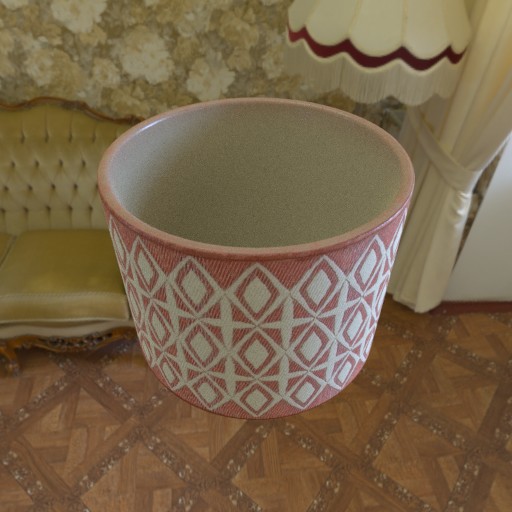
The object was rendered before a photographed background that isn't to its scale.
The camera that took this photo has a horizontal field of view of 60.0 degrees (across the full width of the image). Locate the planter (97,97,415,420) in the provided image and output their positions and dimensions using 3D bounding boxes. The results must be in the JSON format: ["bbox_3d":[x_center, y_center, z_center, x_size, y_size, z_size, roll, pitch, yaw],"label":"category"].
[{"bbox_3d":[0.000,0.000,0.470,0.273,0.237,0.273,0,41,0],"label":"planter"}]
